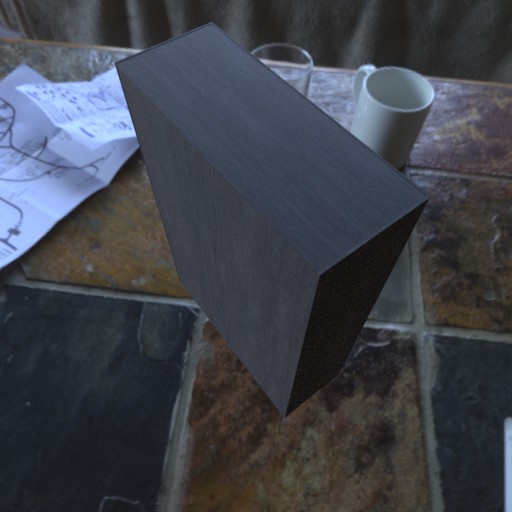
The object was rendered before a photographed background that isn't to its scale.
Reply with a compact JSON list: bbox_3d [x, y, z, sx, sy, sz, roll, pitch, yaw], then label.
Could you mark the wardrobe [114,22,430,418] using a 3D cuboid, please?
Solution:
[{"bbox_3d":[0.000,0.000,2.475,0.510,1.910,1.290,-33,63,-19],"label":"wardrobe"}]
